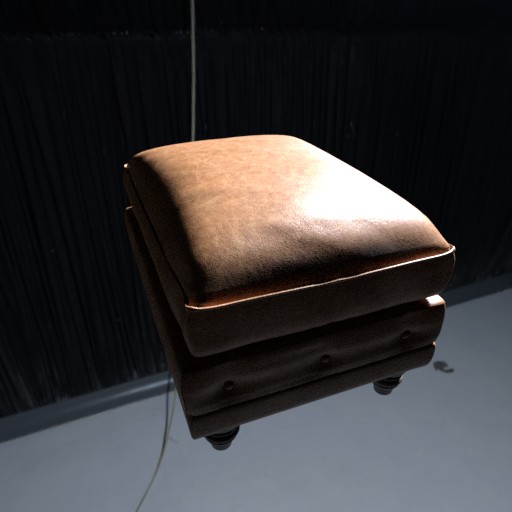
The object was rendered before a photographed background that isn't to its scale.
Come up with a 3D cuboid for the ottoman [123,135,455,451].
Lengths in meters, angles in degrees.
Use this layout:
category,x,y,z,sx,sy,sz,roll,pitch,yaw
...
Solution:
category,x,y,z,sx,sy,sz,roll,pitch,yaw
ottoman,0.000,0.000,1.065,0.533,0.480,0.710,-11,32,-19
